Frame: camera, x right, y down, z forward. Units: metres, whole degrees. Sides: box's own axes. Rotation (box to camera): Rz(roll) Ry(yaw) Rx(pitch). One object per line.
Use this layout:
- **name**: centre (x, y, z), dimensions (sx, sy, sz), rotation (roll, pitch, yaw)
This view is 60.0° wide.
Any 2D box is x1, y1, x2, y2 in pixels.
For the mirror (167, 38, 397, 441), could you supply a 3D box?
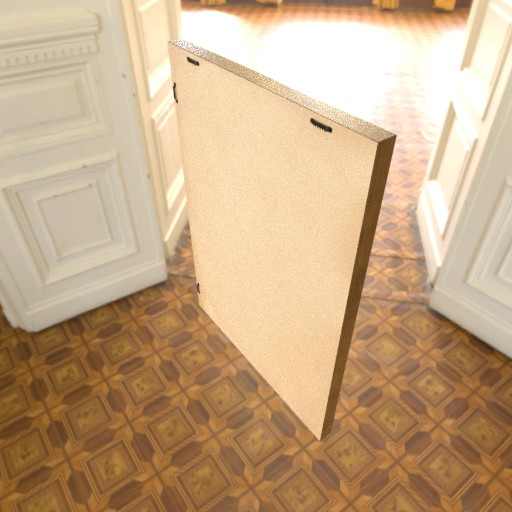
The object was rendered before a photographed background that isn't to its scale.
- **mirror**: centre (0.000, 0.000, 0.902), dimensions (0.039, 0.711, 0.508), rotation (-26, 47, -27)
